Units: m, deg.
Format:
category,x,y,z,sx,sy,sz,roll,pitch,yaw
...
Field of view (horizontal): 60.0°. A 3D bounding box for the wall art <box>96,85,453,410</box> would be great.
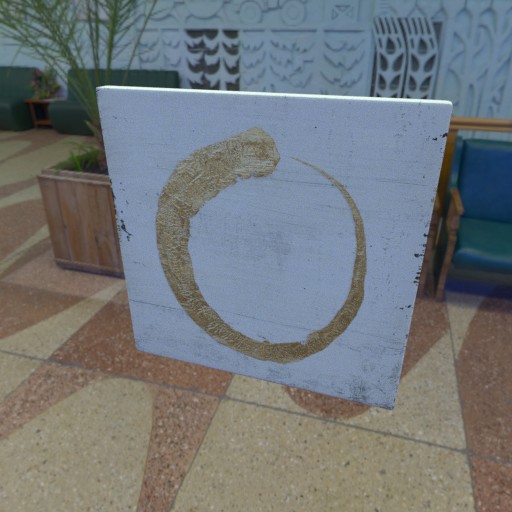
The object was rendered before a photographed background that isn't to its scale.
category,x,y,z,sx,sy,sz,roll,pitch,yaw
wall art,0.000,0.000,1.095,0.762,0.762,0.038,9,29,16
